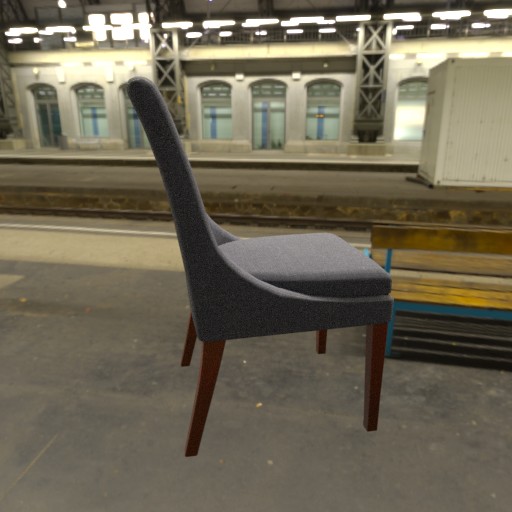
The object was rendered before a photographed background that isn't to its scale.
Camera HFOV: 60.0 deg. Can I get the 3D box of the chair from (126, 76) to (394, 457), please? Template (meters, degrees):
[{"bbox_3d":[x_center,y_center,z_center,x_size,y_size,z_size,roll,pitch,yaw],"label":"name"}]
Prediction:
[{"bbox_3d":[0.000,0.000,1.318,0.655,0.952,0.508,-3,17,-10],"label":"chair"}]
